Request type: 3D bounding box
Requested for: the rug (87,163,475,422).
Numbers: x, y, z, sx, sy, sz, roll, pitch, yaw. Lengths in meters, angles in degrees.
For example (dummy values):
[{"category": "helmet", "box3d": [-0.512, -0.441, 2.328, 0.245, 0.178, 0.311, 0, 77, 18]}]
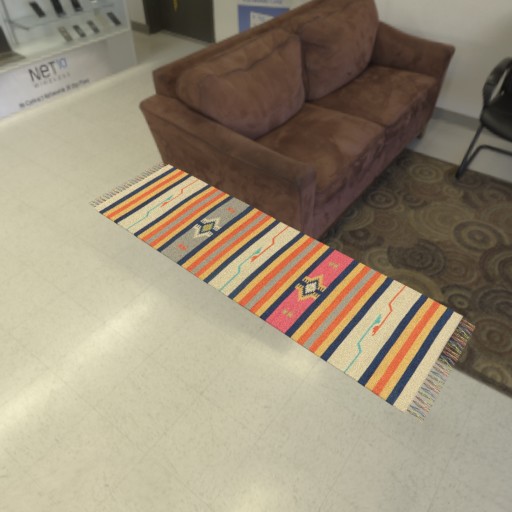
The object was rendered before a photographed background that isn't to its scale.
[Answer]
[{"category": "rug", "box3d": [0.000, 0.000, 2.687, 2.455, 0.017, 0.695, 30, 52, 27]}]
